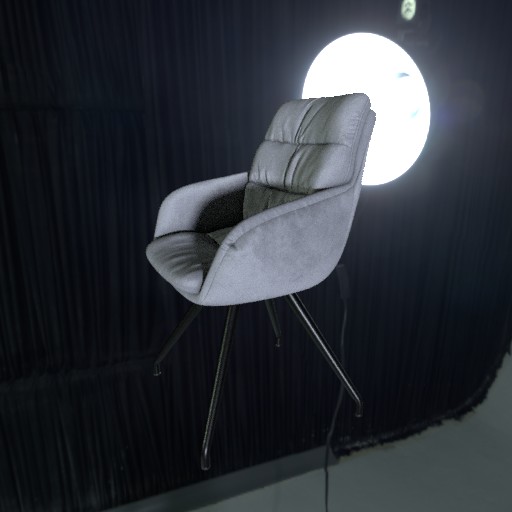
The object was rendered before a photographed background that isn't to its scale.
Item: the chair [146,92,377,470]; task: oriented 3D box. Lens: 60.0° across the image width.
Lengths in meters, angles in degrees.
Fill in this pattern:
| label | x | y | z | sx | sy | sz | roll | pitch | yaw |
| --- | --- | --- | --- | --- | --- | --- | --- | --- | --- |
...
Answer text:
| label | x | y | z | sx | sy | sz | roll | pitch | yaw |
| --- | --- | --- | --- | --- | --- | --- | --- | --- | --- |
| chair | 0.000 | 0.000 | 1.276 | 0.569 | 0.888 | 0.579 | -8 | 18 | -25 |
